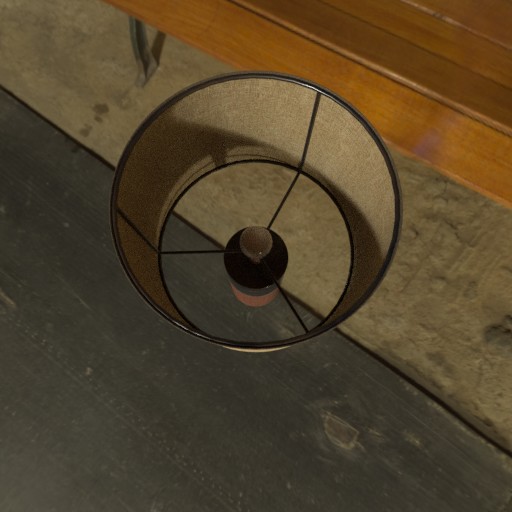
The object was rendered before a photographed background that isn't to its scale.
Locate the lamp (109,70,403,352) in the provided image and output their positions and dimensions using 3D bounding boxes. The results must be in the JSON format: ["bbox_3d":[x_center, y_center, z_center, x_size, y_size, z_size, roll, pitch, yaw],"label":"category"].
[{"bbox_3d":[0.000,0.000,0.475,0.202,0.350,0.202,0,77,0],"label":"lamp"}]
